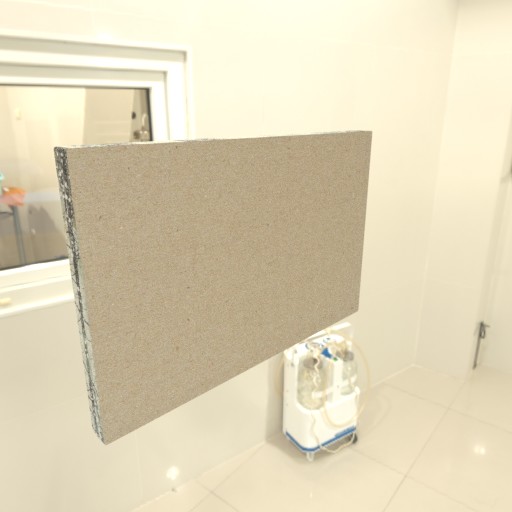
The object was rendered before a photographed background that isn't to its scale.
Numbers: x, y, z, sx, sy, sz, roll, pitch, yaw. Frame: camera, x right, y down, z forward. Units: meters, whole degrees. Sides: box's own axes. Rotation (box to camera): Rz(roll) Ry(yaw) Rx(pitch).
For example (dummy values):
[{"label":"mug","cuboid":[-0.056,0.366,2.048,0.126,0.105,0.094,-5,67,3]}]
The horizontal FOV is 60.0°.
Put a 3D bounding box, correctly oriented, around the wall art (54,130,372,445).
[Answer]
[{"label":"wall art","cuboid":[0.000,0.000,0.765,0.618,0.398,0.042,-17,25,-41]}]
